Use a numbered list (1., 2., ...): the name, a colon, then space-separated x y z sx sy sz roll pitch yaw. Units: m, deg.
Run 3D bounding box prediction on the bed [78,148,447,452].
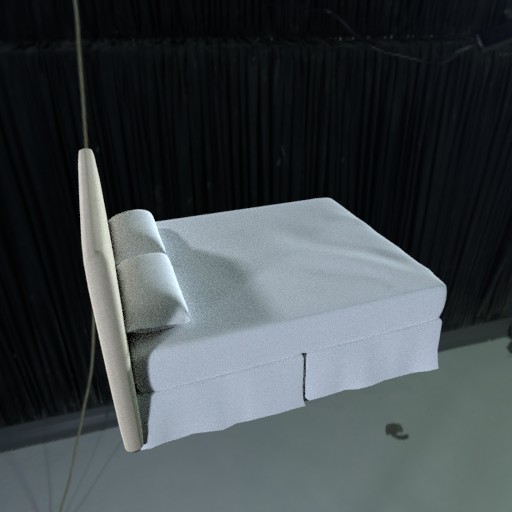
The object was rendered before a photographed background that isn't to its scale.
1. bed: 0.000 0.000 3.125 2.142 1.330 1.723 -10 31 -17
